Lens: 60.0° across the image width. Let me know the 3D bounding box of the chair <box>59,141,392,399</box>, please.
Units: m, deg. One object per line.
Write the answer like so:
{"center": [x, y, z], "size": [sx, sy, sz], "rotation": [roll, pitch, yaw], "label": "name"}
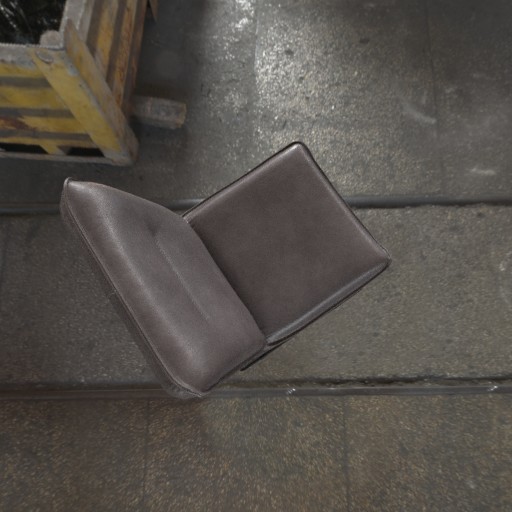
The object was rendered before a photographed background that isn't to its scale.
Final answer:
{"center": [0.000, 0.000, 1.317], "size": [0.688, 0.932, 0.515], "rotation": [-33, 78, -8], "label": "chair"}
